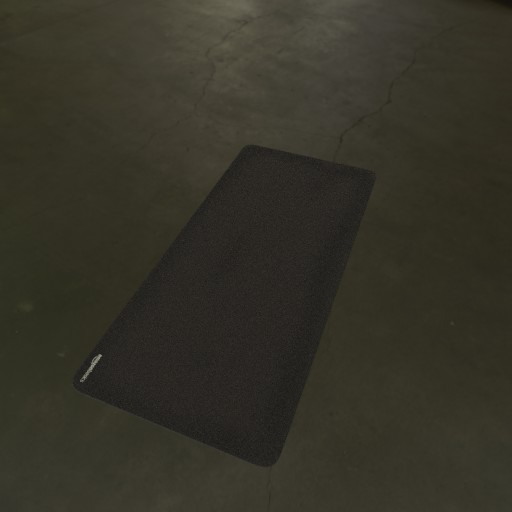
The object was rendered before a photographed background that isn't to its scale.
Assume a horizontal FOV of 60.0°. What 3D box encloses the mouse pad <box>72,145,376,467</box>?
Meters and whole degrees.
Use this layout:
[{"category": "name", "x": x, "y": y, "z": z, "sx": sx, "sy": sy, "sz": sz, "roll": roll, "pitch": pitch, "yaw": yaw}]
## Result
[{"category": "mouse pad", "x": 0.000, "y": 0.000, "z": 1.082, "sx": 0.424, "sy": 0.003, "sz": 0.907, "roll": 16, "pitch": 49, "yaw": 15}]
